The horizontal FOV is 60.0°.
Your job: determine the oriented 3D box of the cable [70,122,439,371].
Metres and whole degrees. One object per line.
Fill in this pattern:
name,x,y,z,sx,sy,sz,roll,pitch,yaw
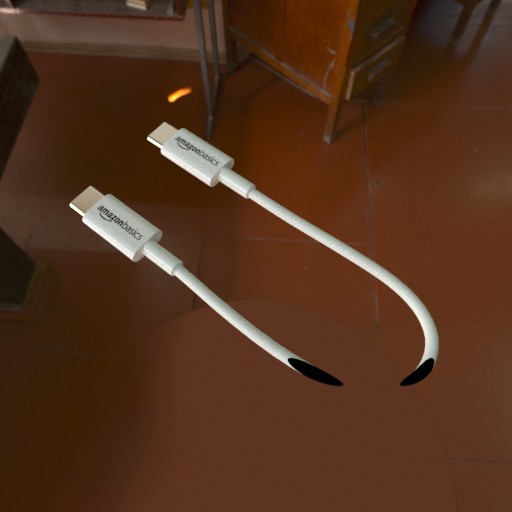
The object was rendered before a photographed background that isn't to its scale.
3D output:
cable,0.000,0.000,0.113,0.098,0.005,0.041,35,68,16
